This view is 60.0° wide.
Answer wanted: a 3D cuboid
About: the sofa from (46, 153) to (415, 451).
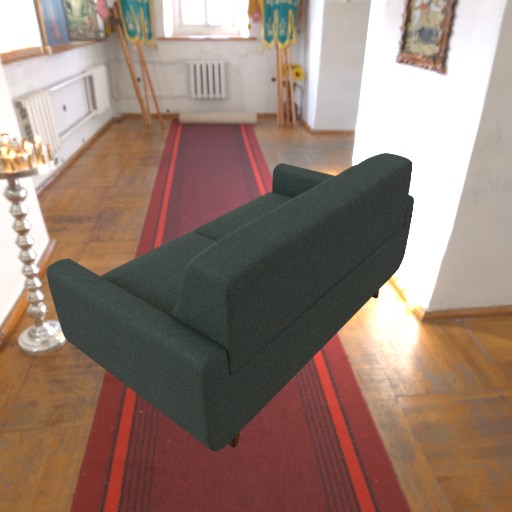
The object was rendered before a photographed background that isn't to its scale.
[{"bbox_3d":[0.000,0.000,2.150,0.909,0.841,1.631,22,37,33],"label":"sofa"}]
